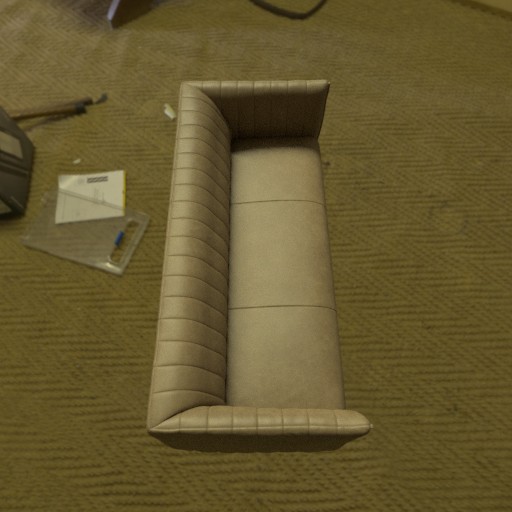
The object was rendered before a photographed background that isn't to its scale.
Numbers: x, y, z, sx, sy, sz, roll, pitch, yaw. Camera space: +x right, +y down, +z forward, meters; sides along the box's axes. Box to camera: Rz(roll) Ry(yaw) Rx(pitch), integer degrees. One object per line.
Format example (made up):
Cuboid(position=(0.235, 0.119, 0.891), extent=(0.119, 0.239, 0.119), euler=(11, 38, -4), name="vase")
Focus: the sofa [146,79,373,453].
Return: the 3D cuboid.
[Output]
Cuboid(position=(0.000, 0.000, 2.443), extent=(0.876, 0.779, 1.980), euler=(0, 62, 0), name="sofa")
